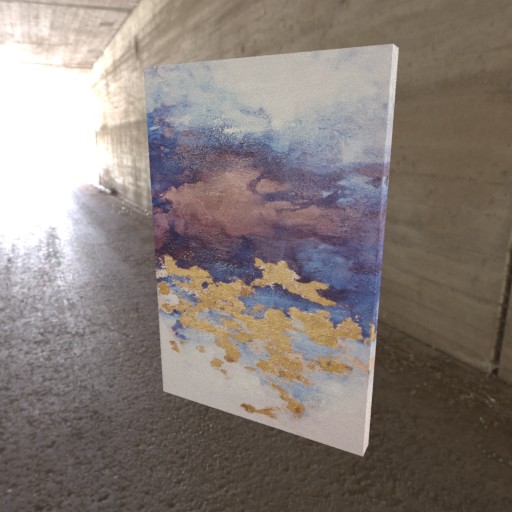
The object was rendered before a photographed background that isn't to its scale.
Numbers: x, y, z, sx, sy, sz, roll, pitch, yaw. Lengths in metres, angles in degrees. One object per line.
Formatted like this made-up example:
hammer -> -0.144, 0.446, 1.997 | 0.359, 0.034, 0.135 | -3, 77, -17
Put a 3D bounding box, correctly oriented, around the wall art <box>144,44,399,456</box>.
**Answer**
wall art -> 0.000, 0.000, 1.060 | 0.583, 0.874, 0.048 | 8, 17, 27
